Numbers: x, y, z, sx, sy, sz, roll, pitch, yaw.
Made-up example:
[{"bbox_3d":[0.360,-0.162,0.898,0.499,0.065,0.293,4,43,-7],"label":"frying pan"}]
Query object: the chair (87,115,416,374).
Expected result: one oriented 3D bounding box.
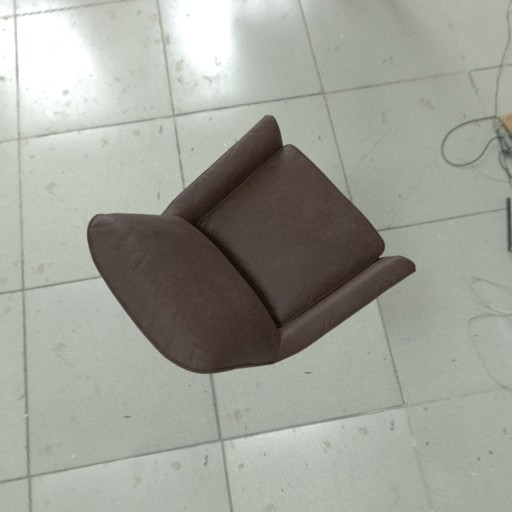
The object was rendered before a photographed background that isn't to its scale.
[{"bbox_3d":[0.000,0.000,1.553,0.824,0.888,0.787,-38,77,-10],"label":"chair"}]
